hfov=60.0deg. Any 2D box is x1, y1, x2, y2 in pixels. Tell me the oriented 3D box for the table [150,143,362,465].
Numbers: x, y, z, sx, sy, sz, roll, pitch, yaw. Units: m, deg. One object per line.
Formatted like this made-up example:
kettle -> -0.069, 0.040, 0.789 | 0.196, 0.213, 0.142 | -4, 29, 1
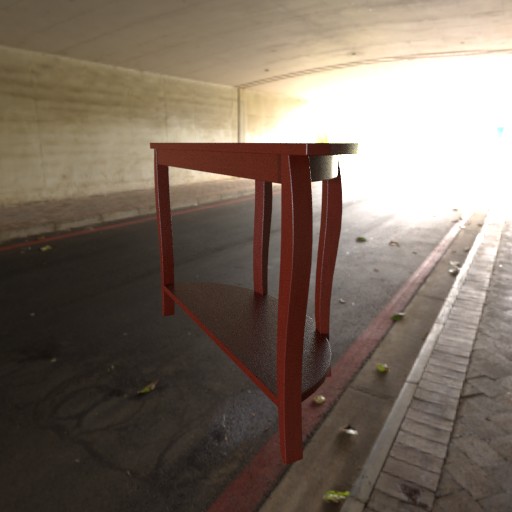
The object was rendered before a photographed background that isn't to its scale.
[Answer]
table -> 0.000, 0.000, 1.574 | 0.405, 0.779, 1.219 | -7, 16, -26
